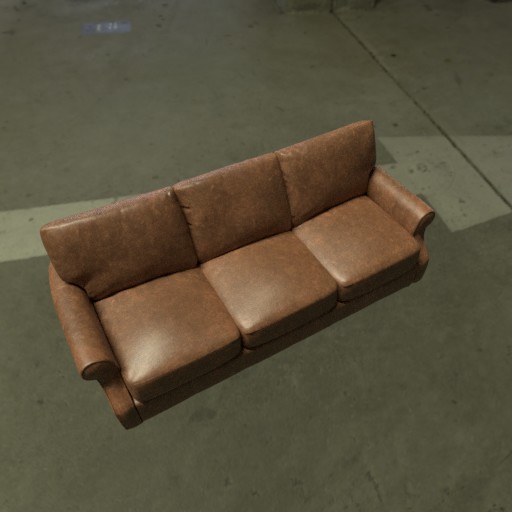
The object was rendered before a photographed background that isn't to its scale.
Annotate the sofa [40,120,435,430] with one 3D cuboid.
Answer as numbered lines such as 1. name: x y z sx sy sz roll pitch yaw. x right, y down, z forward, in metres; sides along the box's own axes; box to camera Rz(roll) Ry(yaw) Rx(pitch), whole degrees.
1. sofa: 0.000 0.000 2.779 2.351 0.977 0.973 -23 50 -20
